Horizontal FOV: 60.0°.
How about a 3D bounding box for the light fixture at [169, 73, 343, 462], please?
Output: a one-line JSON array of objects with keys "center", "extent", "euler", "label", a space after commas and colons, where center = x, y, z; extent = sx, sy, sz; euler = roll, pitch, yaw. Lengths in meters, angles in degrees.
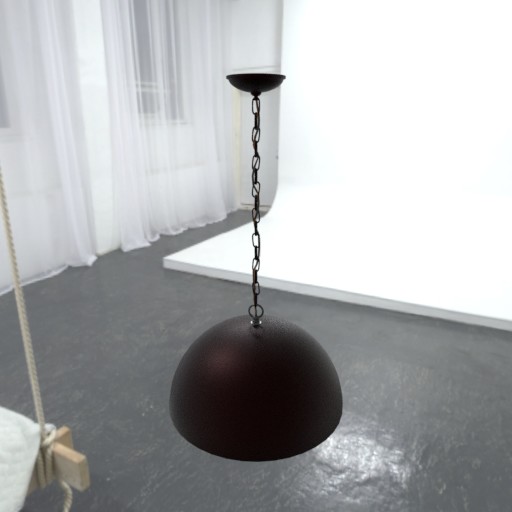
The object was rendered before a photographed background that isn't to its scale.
[{"center": [0.000, 0.000, 1.153], "extent": [0.492, 0.869, 0.492], "euler": [2, 17, 8], "label": "light fixture"}]
